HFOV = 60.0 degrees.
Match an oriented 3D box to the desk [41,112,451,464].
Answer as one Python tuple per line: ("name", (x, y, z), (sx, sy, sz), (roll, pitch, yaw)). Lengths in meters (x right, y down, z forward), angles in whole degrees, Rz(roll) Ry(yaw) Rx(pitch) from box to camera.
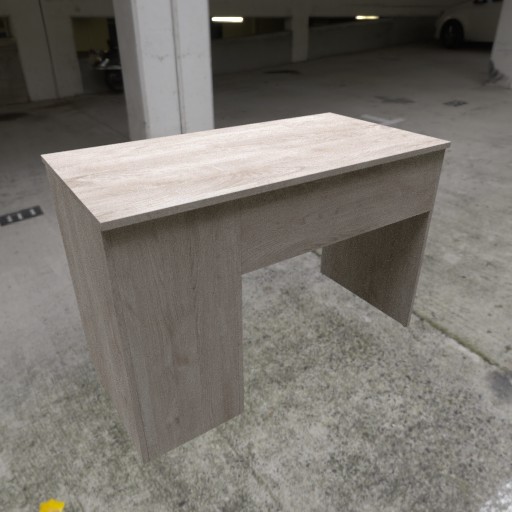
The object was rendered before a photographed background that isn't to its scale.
("desk", (0.000, 0.000, 1.499), (1.097, 0.735, 0.560), (-18, 33, -29))
